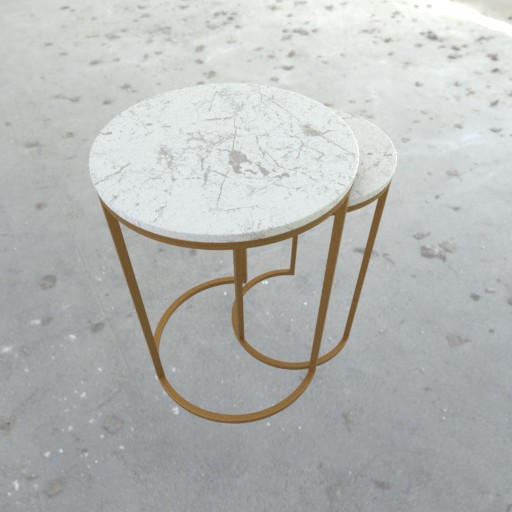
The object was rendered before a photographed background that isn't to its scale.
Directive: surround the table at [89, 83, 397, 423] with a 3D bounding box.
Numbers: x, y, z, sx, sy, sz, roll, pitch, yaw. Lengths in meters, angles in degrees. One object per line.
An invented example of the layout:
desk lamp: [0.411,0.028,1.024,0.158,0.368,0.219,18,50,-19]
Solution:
table: [0.000,0.000,0.888,0.507,0.550,0.400,-22,50,-20]
